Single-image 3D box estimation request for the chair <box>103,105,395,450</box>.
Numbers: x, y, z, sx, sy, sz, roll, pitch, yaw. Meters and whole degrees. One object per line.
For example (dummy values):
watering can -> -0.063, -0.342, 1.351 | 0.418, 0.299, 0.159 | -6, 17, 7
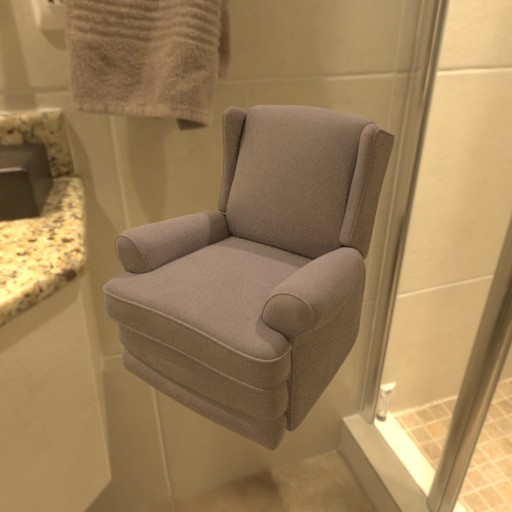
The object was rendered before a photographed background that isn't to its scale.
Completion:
chair -> 0.000, 0.000, 1.728 | 0.847, 1.011, 0.969 | 17, 33, 29
